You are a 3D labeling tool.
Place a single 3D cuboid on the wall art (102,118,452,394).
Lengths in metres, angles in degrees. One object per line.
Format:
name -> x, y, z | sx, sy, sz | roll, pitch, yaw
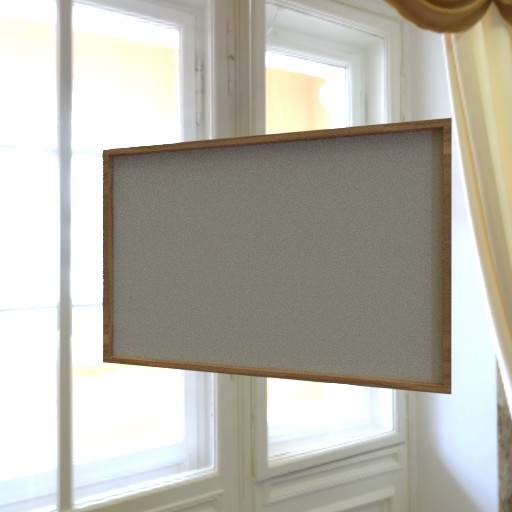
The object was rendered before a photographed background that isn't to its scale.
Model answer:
wall art -> 0.000, 0.000, 1.406 | 1.137, 0.756, 0.034 | 0, 0, 19
